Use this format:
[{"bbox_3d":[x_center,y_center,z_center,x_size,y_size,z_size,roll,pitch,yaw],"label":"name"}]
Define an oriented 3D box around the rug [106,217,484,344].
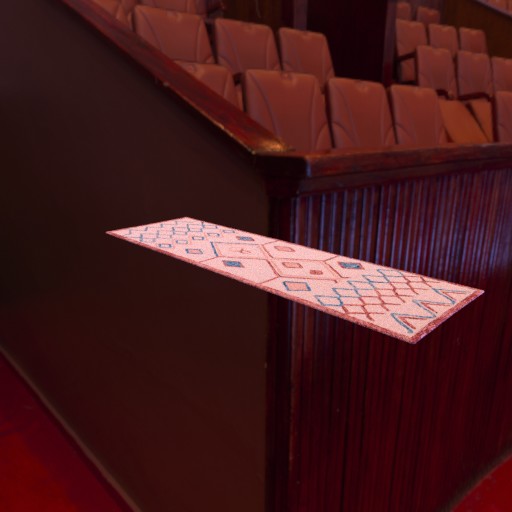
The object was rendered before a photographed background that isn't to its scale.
[{"bbox_3d":[0.000,0.000,2.754,2.435,0.011,0.750,16,24,42],"label":"rug"}]
